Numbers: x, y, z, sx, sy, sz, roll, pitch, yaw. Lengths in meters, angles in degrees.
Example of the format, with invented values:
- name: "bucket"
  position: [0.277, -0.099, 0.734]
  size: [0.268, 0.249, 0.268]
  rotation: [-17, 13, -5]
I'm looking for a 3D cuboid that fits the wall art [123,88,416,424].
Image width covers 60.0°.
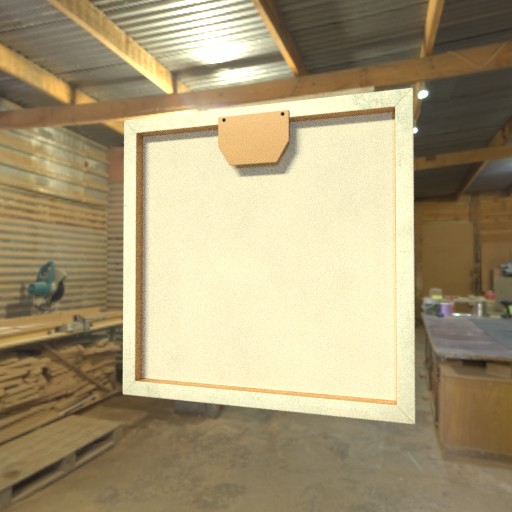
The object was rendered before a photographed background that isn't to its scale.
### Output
- name: "wall art"
  position: [0.000, 0.000, 0.900]
  size: [0.605, 0.605, 0.044]
  rotation: [0, -1, 18]
